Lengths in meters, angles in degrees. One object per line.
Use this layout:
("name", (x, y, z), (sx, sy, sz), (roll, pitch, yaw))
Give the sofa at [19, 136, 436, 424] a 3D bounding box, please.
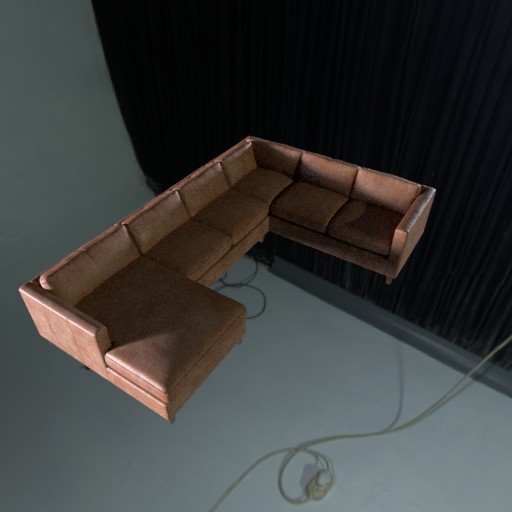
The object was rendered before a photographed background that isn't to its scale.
("sofa", (0.000, 0.000, 4.377), (2.430, 0.832, 3.401), (23, 45, 25))
